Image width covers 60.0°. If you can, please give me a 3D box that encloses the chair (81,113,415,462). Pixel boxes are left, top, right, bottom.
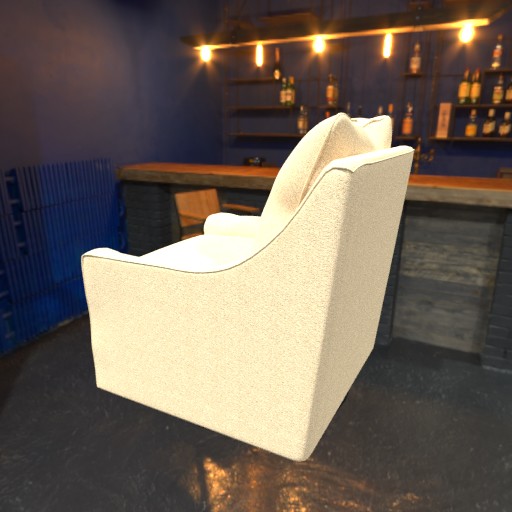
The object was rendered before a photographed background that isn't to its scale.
[{"bbox_3d":[0.000,0.000,1.531,0.876,0.927,0.760,9,19,27],"label":"chair"}]
